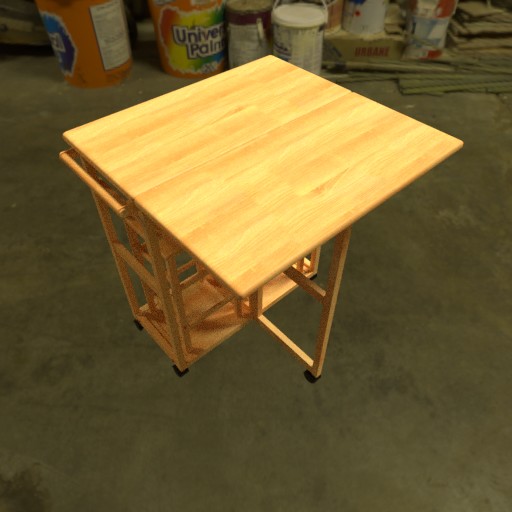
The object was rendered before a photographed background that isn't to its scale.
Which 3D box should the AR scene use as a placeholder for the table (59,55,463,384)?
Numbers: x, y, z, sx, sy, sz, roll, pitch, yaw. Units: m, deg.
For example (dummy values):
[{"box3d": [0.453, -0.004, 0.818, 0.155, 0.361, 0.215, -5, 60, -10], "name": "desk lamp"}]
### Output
[{"box3d": [0.000, 0.000, 1.388, 0.752, 0.832, 0.693, -33, 55, -27], "name": "table"}]
